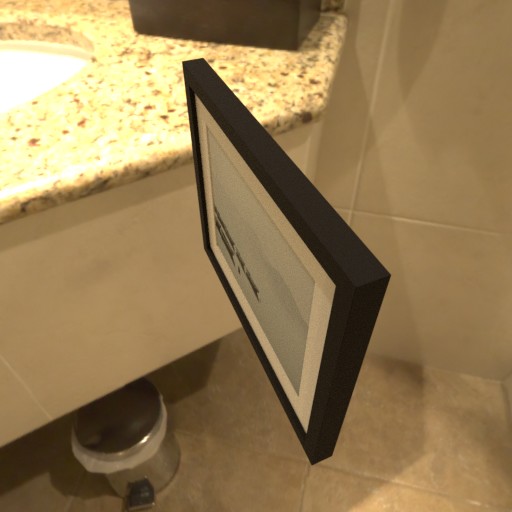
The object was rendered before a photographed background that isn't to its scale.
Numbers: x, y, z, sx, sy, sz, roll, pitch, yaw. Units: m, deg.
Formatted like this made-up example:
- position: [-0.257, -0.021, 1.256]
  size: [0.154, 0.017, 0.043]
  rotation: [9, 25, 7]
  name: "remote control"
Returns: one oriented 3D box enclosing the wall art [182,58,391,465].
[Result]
- position: [0.000, 0.000, 0.539]
  size: [0.028, 0.325, 0.397]
  rotation: [-17, 48, -16]
  name: "wall art"
